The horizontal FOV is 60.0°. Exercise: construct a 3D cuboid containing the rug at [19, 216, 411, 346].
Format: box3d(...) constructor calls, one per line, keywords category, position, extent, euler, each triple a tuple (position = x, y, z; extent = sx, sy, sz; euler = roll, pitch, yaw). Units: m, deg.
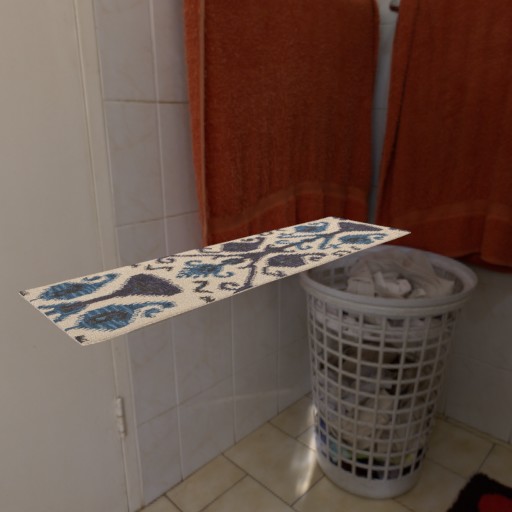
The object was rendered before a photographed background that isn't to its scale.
box3d(category="rug", position=(0.000, 0.000, 2.512), extent=(2.301, 0.017, 0.692), euler=(-16, 23, -41))
